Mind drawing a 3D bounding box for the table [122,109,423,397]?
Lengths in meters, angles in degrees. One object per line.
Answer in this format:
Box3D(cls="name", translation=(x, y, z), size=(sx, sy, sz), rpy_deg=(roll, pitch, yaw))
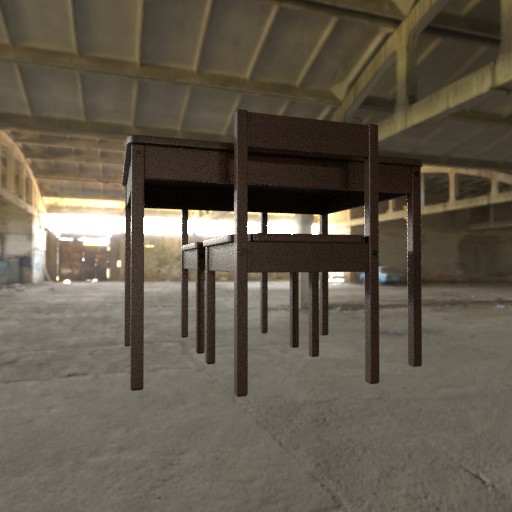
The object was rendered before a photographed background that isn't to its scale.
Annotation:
Box3D(cls="table", translation=(0.000, 0.000, 1.133), size=(0.650, 0.503, 0.672), rpy_deg=(0, -1, -18))
